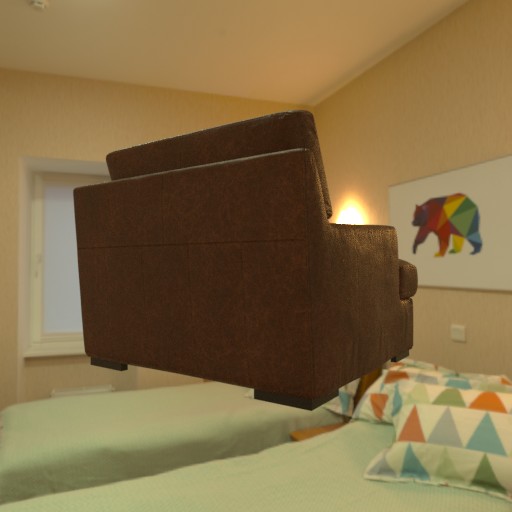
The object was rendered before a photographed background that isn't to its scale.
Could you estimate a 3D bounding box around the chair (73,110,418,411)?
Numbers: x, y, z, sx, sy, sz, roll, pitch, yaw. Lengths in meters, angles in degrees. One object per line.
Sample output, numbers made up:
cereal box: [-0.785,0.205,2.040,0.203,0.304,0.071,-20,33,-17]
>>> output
chair: [0.000,0.000,2.000,1.168,0.939,1.143,-1,-2,35]
